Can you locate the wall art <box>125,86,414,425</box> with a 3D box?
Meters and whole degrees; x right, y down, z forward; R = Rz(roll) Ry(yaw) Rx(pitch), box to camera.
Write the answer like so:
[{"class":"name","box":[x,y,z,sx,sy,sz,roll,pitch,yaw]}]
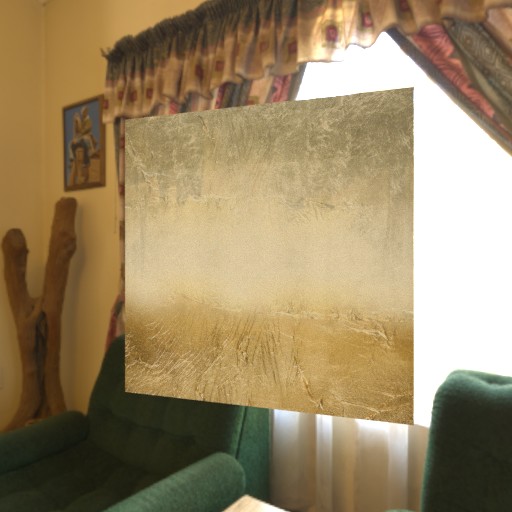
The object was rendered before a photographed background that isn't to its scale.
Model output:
[{"class":"wall art","box":[0.000,0.000,1.626,1.092,1.091,0.051,0,0,19]}]
